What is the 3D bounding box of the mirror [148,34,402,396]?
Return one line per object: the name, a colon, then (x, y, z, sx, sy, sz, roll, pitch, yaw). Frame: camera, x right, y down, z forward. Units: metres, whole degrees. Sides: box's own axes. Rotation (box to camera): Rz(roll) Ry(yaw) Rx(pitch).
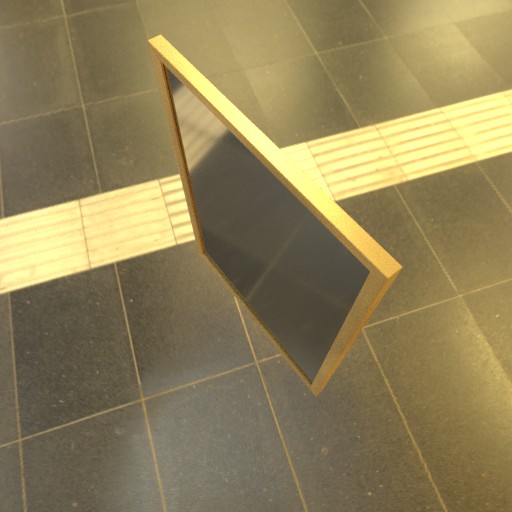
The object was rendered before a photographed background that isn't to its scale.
mirror: (0.000, 0.000, 1.328, 0.040, 1.016, 0.762, -34, 67, -17)
